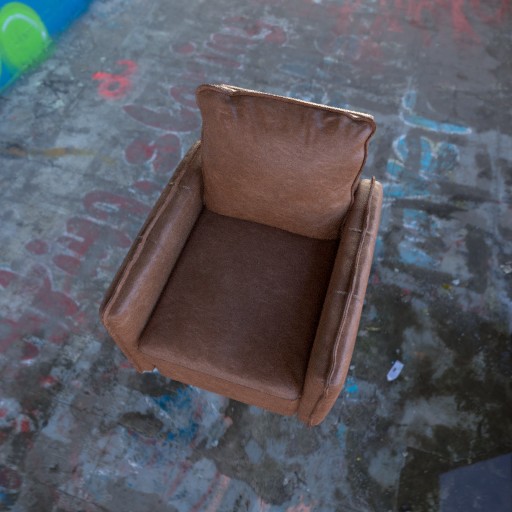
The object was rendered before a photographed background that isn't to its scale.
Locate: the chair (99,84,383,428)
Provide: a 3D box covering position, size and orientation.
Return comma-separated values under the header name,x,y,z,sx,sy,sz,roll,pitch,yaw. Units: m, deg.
name,x,y,z,sx,sy,sz,roll,pitch,yaw
chair,0.000,0.000,1.637,0.830,0.922,0.922,15,59,9
